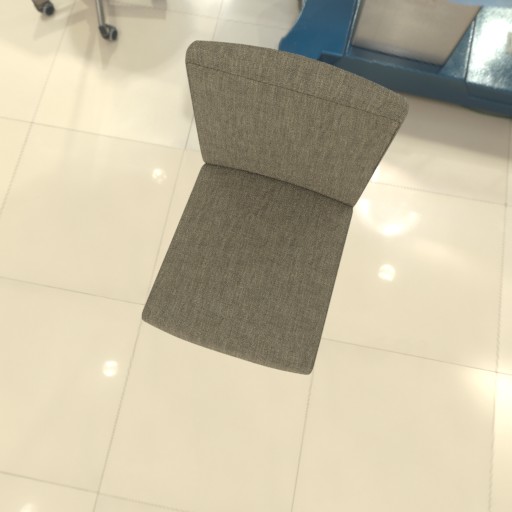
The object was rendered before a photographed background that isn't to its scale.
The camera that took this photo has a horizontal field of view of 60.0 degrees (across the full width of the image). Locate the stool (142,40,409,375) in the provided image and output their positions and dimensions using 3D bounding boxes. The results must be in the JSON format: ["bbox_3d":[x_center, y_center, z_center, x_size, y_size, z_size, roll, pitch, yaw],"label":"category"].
[{"bbox_3d":[0.000,0.000,1.218,0.451,0.966,0.552,17,76,4],"label":"stool"}]
